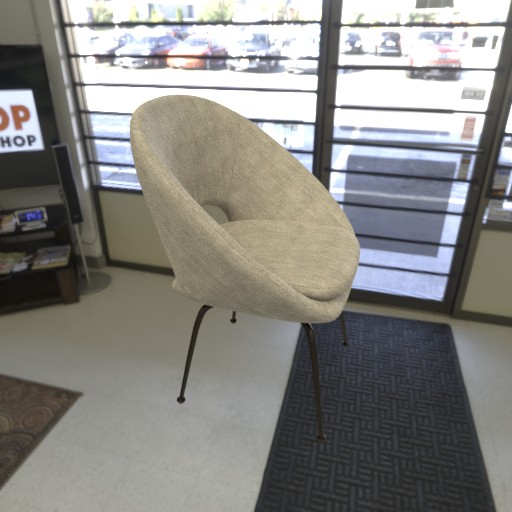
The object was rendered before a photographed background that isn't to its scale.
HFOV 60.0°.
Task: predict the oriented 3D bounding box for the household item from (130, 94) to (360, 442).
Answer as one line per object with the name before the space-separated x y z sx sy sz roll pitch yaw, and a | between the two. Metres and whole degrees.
household item | 0.000 0.000 1.303 0.587 0.869 0.643 9 29 17
